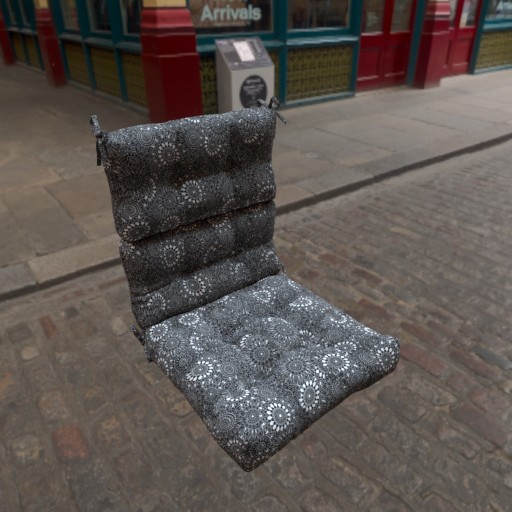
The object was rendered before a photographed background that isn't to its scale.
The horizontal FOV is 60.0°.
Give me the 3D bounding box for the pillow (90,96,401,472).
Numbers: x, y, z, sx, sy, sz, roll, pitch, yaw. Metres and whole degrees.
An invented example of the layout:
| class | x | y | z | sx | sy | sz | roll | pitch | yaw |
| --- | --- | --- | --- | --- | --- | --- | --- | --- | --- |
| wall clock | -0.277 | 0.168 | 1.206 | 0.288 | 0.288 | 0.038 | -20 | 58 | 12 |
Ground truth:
| class | x | y | z | sx | sy | sz | roll | pitch | yaw |
| --- | --- | --- | --- | --- | --- | --- | --- | --- | --- |
| pillow | 0.000 | 0.000 | 1.022 | 0.519 | 0.605 | 0.571 | -21 | 36 | -32 |
